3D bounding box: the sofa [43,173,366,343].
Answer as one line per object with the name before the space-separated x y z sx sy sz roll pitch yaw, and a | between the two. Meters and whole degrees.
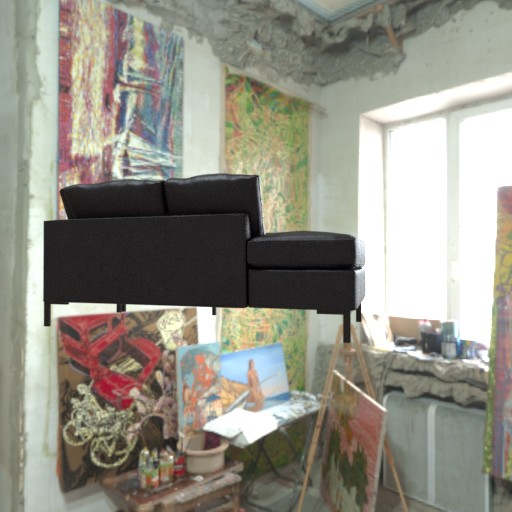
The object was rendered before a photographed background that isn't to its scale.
sofa | 0.000 0.000 3.869 1.939 0.900 2.956 0 -1 17
